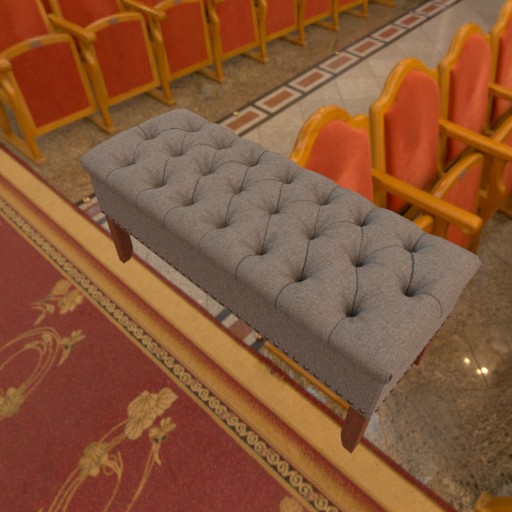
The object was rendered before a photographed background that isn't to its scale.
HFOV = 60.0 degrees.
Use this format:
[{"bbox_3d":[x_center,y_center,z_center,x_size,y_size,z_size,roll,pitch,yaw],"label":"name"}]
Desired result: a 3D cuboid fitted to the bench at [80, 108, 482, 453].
[{"bbox_3d":[0.000,0.000,1.305,1.052,0.470,0.417,34,55,28],"label":"bench"}]
